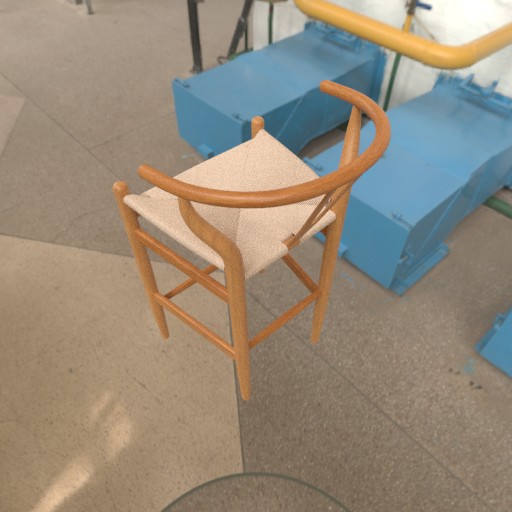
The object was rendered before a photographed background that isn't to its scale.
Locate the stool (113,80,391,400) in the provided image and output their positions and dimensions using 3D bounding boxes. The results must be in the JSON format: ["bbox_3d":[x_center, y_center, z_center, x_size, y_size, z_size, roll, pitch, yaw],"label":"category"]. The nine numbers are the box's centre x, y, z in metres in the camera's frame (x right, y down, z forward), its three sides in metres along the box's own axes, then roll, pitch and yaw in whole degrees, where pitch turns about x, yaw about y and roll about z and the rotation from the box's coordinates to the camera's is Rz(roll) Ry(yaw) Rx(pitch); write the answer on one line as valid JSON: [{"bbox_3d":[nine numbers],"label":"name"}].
[{"bbox_3d":[0.000,0.000,1.325,0.569,0.970,0.579,-33,56,-26],"label":"stool"}]
